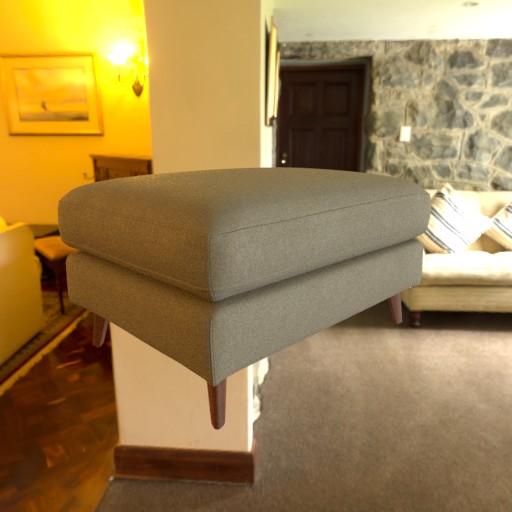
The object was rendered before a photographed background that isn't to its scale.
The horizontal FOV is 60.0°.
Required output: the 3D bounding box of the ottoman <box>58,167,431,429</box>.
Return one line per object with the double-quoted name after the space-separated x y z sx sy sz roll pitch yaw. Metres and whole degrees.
0.000 0.000 1.167 0.608 0.449 0.811 14 20 43 "ottoman"
